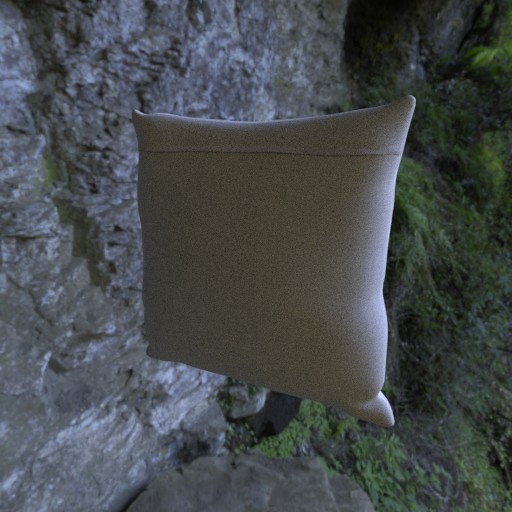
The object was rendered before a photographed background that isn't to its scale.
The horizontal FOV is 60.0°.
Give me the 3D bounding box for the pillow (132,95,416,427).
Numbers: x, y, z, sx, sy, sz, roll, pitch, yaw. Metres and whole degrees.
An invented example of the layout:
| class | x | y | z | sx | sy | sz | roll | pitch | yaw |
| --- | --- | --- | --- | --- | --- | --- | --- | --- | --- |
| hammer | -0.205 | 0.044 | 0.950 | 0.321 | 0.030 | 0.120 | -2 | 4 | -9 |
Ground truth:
| class | x | y | z | sx | sy | sz | roll | pitch | yaw |
| --- | --- | --- | --- | --- | --- | --- | --- | --- | --- |
| pillow | 0.000 | 0.000 | 0.665 | 0.440 | 0.441 | 0.182 | 8 | 17 | 26 |
